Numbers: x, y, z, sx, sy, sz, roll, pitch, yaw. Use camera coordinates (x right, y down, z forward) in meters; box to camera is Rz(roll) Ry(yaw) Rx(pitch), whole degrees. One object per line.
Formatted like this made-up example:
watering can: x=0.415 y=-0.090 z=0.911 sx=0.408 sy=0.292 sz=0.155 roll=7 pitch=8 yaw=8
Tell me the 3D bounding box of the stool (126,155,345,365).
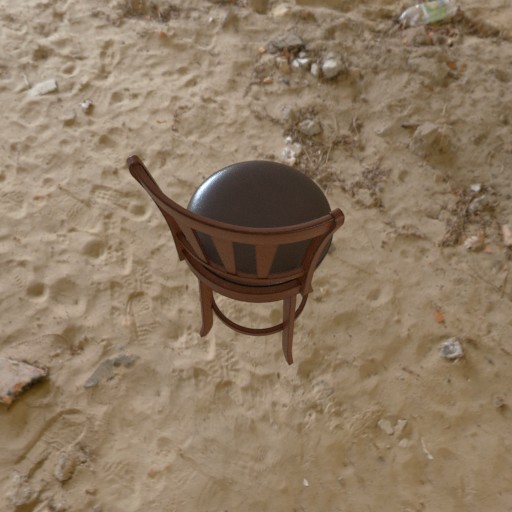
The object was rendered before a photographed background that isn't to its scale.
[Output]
stool: x=0.000 y=0.000 z=1.469 sx=0.464 sy=1.177 sz=0.503 roll=16 pitch=63 yaw=8
